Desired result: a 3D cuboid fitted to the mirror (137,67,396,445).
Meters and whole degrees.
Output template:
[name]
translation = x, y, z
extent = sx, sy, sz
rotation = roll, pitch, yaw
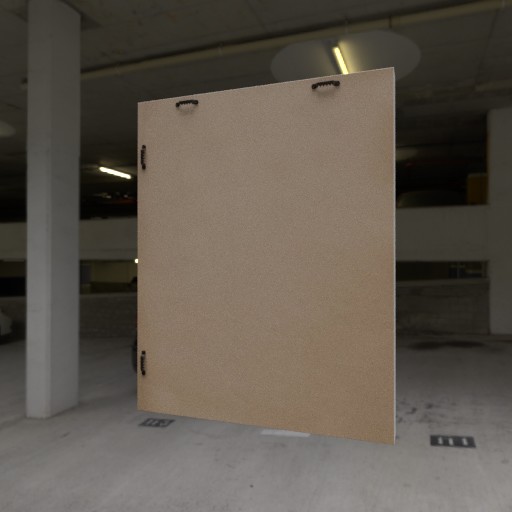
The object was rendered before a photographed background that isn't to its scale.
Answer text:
[mirror]
translation = 0.000, 0.000, 0.678
extent = 0.405, 0.508, 0.041
rotation = 0, 0, 20
